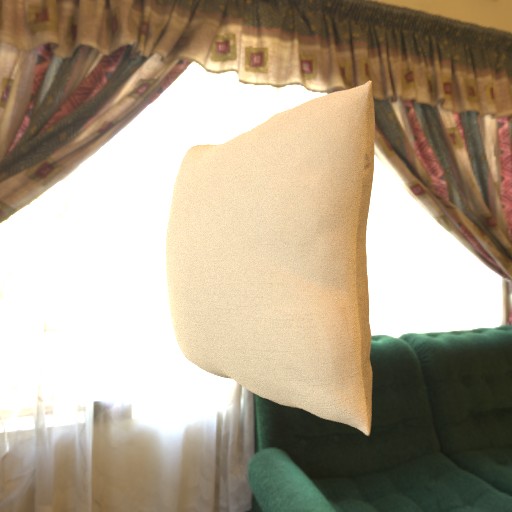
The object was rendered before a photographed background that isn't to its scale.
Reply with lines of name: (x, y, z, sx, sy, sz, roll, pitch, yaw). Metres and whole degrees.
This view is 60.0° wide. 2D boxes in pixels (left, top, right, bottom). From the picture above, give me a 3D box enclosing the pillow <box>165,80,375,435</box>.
pillow: (0.000, 0.000, 0.724, 0.245, 0.448, 0.450, 0, -1, -36)
